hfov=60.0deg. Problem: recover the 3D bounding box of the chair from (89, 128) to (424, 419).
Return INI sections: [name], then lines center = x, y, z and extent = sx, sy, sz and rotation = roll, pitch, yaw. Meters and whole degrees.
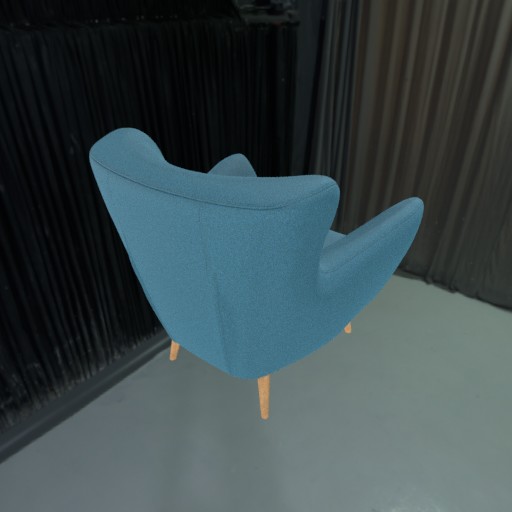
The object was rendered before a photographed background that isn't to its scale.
[chair]
center = 0.000, 0.000, 1.591
extent = 0.890, 0.889, 0.889
rotation = 22, 37, 32
